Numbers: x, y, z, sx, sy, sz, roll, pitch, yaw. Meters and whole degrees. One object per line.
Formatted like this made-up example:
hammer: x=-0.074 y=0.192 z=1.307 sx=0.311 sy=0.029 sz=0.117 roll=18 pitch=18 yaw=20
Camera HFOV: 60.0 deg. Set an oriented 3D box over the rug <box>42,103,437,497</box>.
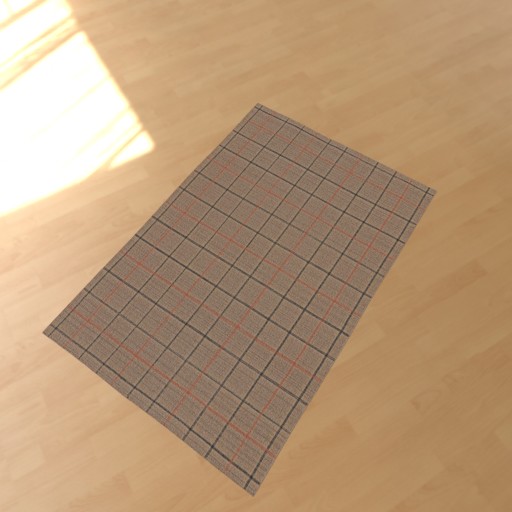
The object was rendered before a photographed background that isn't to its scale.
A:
rug: x=0.000 y=0.000 z=2.300 sx=1.220 sy=0.013 sz=1.829 roll=31 pitch=66 yaw=15
